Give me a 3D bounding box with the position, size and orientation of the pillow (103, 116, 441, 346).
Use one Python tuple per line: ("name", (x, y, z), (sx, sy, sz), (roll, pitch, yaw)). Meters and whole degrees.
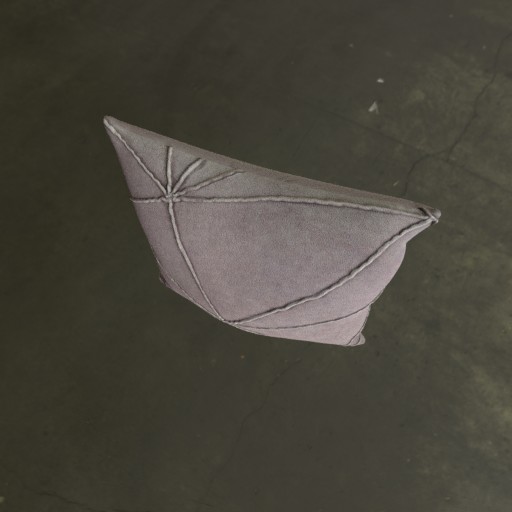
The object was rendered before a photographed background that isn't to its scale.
("pillow", (0.000, 0.000, 0.710), (0.439, 0.440, 0.185), (17, 60, 10))
